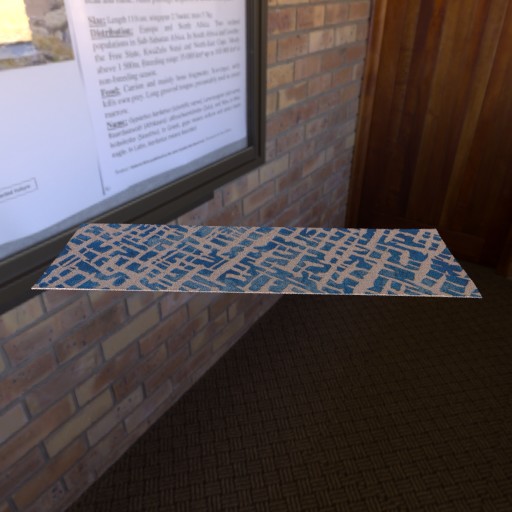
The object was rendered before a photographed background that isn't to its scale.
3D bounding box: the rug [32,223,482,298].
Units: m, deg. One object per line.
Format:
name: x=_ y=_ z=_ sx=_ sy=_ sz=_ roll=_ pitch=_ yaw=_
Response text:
rug: x=0.000 y=0.000 z=2.727 sx=2.446 sy=0.011 sz=0.768 roll=1 pitch=32 yaw=2
